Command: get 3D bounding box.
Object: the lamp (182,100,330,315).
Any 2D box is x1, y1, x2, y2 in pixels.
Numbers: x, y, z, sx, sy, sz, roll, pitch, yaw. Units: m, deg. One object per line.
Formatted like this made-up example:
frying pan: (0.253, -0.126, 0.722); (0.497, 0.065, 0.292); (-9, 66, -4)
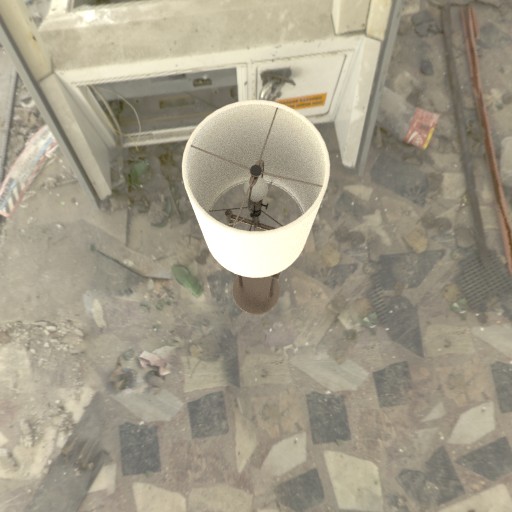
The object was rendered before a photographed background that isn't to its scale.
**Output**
lamp: (0.000, 0.000, 1.640); (0.306, 1.500, 0.305); (18, 76, 5)
